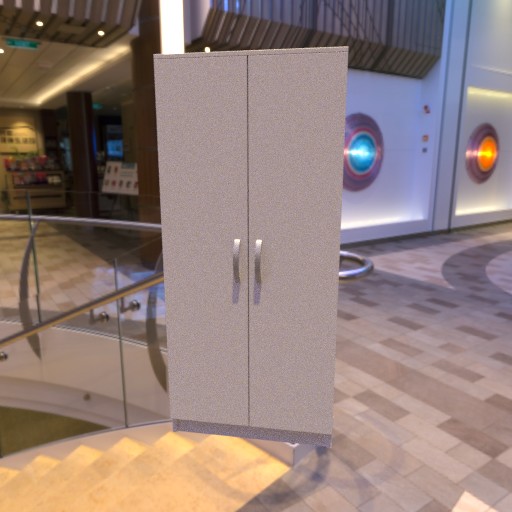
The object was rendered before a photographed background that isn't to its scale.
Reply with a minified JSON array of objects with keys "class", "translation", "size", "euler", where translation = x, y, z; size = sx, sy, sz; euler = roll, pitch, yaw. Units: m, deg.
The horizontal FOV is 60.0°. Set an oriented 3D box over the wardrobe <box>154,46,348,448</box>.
[{"class":"wardrobe","translation":[0.000,0.000,2.074],"size":[0.760,1.700,0.470],"euler":[2,13,9]}]
